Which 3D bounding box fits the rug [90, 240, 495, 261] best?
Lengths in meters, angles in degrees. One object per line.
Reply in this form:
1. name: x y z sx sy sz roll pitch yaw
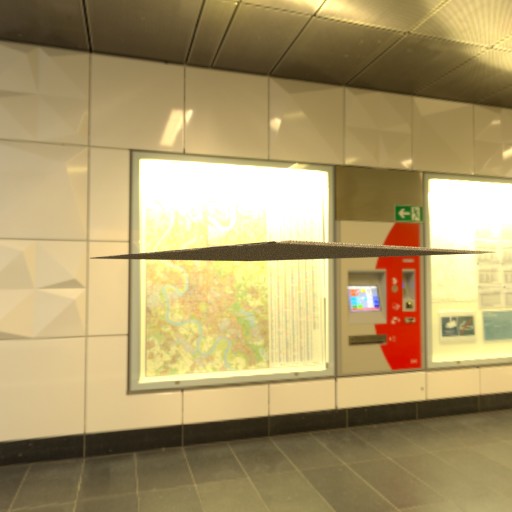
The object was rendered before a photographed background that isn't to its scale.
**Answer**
1. rug: 0.000 0.000 2.977 1.529 0.010 2.440 2 -3 -36
